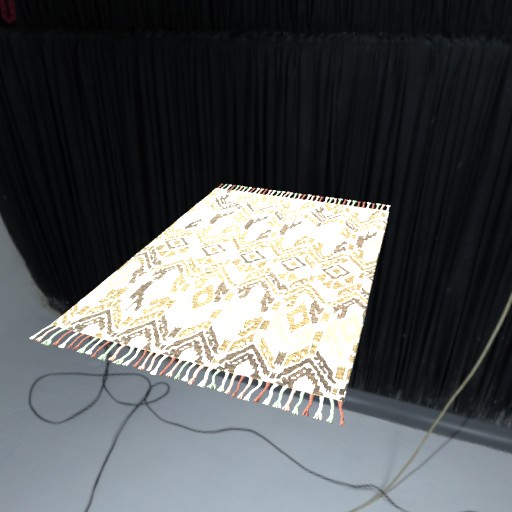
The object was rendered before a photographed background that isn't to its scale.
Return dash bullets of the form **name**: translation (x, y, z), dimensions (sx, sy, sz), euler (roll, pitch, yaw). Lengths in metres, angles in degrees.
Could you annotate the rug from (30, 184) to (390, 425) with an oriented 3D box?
- **rug**: translation (0.000, 0.000, 2.281), dimensions (1.219, 0.008, 1.829), euler (10, 31, 17)
